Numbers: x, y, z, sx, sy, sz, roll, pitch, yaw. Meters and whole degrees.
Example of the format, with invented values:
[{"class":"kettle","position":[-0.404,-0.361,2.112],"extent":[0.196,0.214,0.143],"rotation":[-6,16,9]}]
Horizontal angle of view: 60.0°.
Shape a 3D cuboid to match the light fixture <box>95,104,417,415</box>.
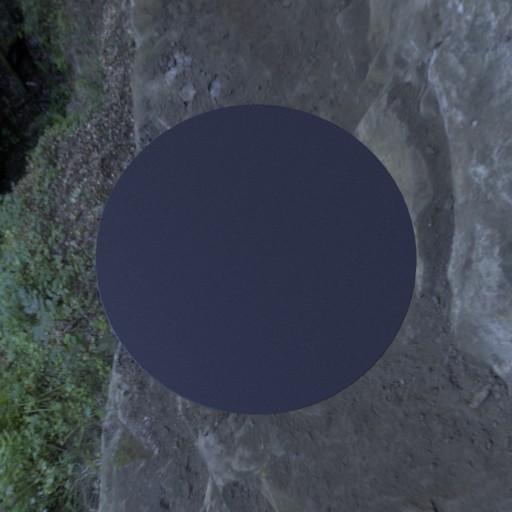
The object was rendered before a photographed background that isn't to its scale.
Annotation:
[{"class":"light fixture","position":[0.000,0.000,0.554],"extent":[0.368,0.100,0.368],"rotation":[0,75,0]}]
